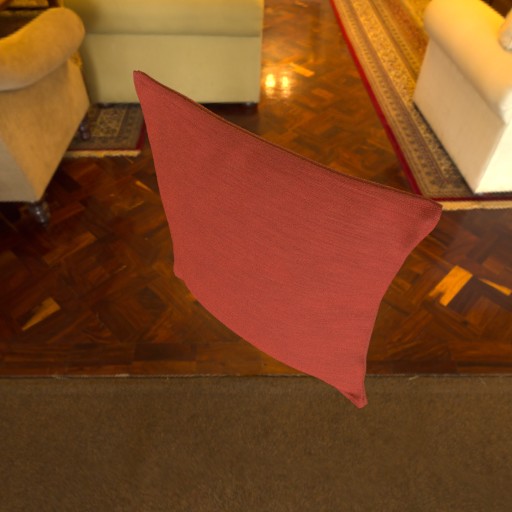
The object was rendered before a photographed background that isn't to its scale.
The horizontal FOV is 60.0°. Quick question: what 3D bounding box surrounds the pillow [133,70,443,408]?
[{"bbox_3d":[0.000,0.000,0.637,0.435,0.416,0.151,32,55,26],"label":"pillow"}]
